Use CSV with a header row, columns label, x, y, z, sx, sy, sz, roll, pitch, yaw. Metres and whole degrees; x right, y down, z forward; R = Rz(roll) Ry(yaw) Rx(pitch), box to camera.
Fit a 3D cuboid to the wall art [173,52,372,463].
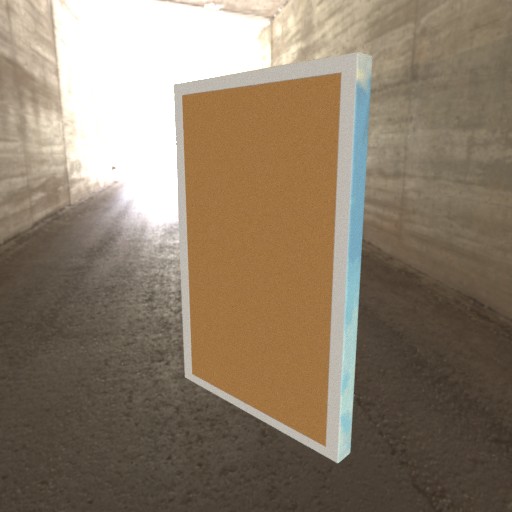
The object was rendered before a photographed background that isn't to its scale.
label,x,y,z,sx,sy,sz,roll,pitch,yaw
wall art,0.000,0.000,0.785,0.401,0.610,0.038,12,18,43
